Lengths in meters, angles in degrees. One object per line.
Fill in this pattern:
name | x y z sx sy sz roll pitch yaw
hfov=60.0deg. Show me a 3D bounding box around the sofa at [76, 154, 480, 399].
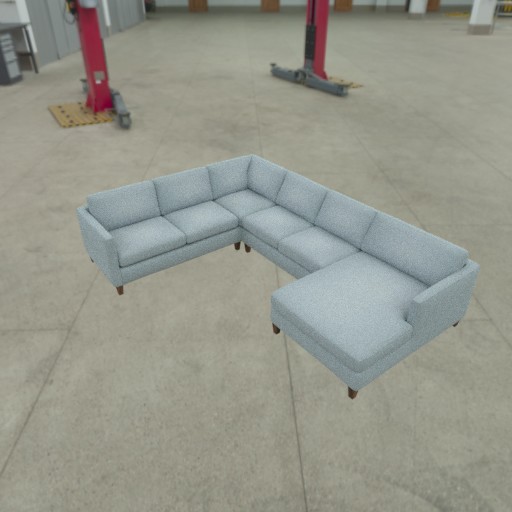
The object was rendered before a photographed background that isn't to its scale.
sofa | 0.000 0.000 4.572 2.551 0.889 3.403 -22 38 -31
